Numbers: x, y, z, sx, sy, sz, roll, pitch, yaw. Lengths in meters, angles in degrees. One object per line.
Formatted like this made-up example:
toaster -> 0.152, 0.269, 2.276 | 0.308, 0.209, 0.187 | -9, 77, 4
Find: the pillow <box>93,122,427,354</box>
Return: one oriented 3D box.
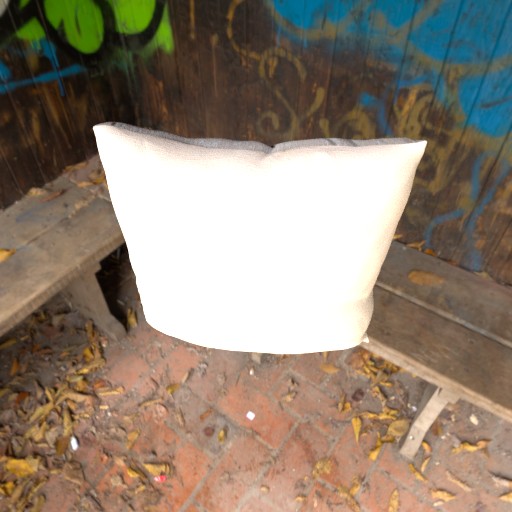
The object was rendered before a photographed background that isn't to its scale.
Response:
pillow -> 0.000, 0.000, 0.732 | 0.450, 0.448, 0.245 | 5, 46, 5
